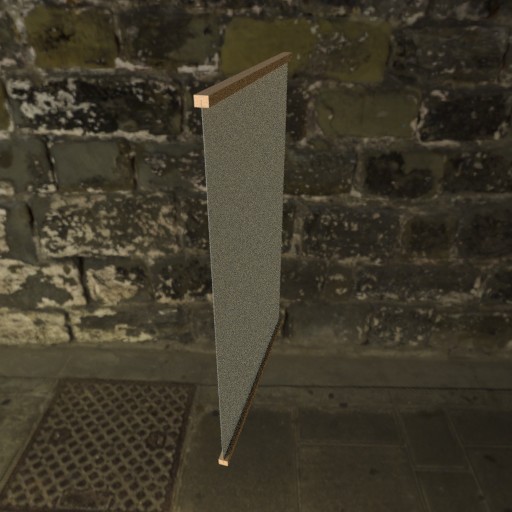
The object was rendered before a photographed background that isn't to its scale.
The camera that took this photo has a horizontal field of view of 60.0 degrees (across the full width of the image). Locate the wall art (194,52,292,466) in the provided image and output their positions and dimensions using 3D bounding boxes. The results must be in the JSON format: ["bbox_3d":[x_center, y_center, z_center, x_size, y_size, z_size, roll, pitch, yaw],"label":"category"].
[{"bbox_3d":[0.000,0.000,1.295,0.027,1.020,0.669,9,32,14],"label":"wall art"}]
